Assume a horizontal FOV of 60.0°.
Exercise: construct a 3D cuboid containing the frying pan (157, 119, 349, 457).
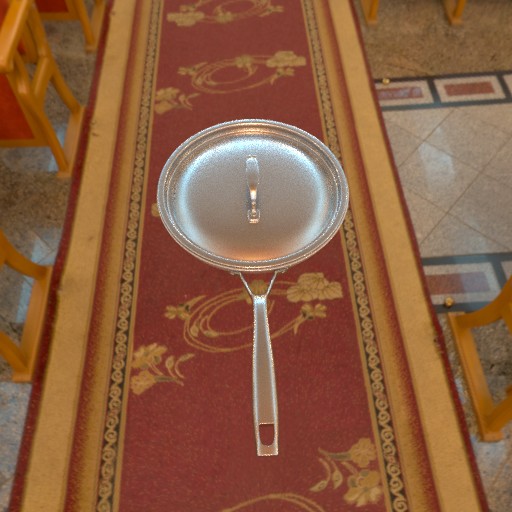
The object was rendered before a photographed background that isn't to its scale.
[{"bbox_3d":[0.000,0.000,0.585,0.272,0.086,0.490,-2,59,-1],"label":"frying pan"}]
